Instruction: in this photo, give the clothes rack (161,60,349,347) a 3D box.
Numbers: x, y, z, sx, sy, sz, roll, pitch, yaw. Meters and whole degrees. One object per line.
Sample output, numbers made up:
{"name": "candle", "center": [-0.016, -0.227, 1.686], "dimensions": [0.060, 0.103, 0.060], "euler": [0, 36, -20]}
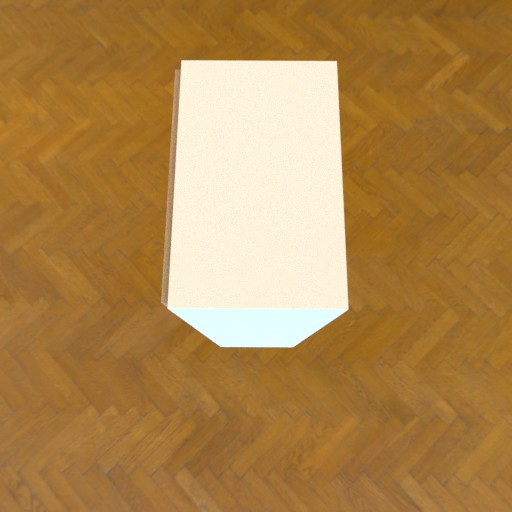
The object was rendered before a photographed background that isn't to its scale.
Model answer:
{"name": "clothes rack", "center": [0.000, 0.000, 1.399], "dimensions": [0.331, 1.187, 0.500], "euler": [0, 75, 0]}
